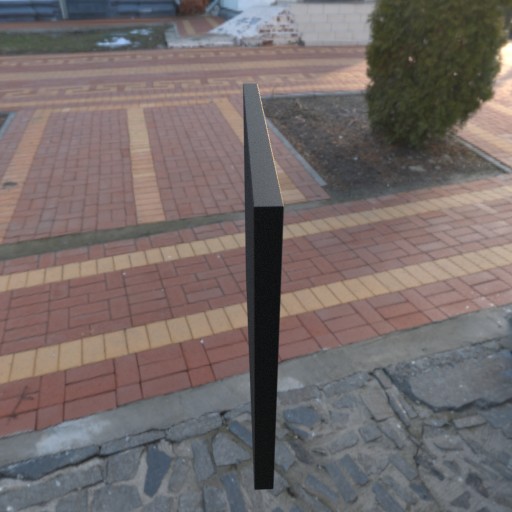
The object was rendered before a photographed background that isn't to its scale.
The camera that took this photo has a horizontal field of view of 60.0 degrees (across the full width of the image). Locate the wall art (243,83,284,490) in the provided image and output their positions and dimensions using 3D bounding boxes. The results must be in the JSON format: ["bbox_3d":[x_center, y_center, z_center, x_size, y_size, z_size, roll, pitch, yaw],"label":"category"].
[{"bbox_3d":[0.000,0.000,0.763,0.029,0.458,0.559,-1,32,-2],"label":"wall art"}]
